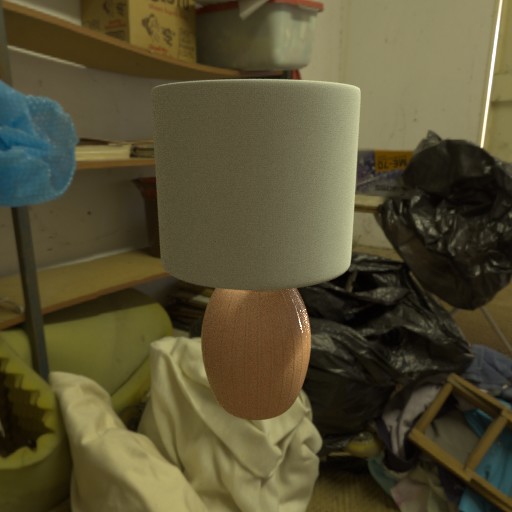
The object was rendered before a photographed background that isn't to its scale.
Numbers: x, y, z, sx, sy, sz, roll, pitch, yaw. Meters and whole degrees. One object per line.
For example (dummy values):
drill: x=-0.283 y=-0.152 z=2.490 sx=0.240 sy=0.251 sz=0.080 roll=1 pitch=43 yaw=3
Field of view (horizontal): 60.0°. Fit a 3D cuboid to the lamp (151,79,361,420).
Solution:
lamp: x=0.000 y=0.000 z=0.784 sx=0.329 sy=0.570 sz=0.329 roll=0 pitch=16 yaw=0
